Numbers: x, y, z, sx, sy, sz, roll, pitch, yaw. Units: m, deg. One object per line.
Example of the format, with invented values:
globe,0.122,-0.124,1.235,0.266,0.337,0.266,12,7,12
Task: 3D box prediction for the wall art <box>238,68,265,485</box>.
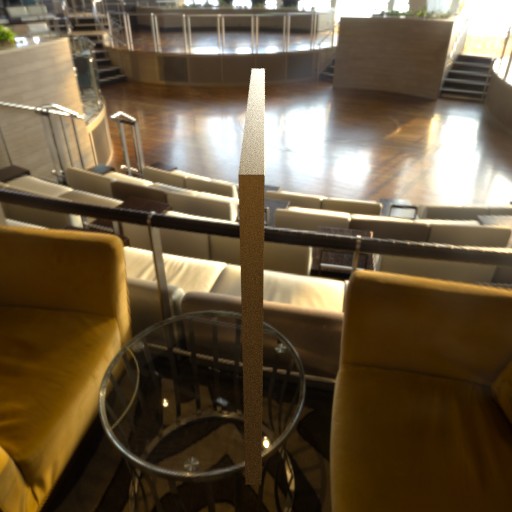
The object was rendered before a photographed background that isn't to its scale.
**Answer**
wall art,0.000,0.000,1.140,0.036,0.765,0.767,0,33,1
